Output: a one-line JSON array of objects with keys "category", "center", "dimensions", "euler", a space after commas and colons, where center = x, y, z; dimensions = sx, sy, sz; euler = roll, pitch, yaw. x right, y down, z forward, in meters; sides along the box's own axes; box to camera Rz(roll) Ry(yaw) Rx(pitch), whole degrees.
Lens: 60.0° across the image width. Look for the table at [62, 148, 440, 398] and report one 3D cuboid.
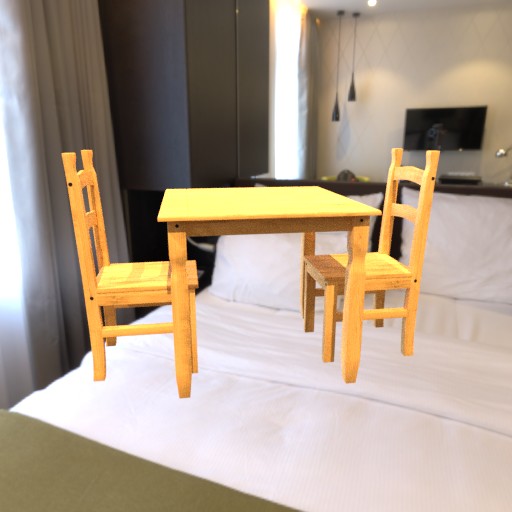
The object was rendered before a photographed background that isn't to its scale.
[{"category": "table", "center": [0.000, 0.000, 2.035], "dimensions": [1.501, 0.942, 0.813], "euler": [-2, 15, -9]}]
